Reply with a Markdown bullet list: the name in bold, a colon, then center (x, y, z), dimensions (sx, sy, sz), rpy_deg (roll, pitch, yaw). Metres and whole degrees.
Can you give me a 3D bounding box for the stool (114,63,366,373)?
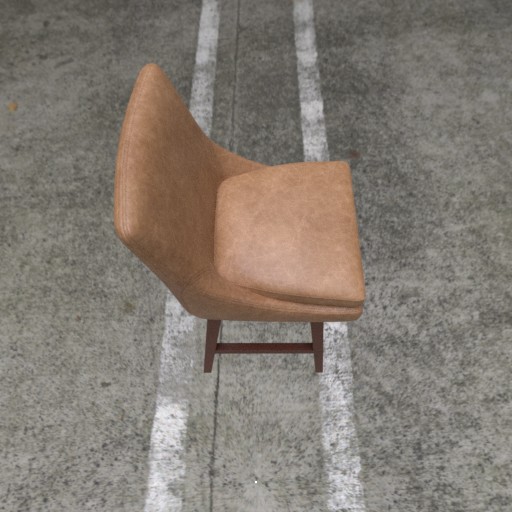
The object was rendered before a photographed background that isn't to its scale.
- **stool**: center (0.000, 0.000, 1.383), dimensions (0.572, 1.079, 0.487), rpy_deg (0, 63, 0)
